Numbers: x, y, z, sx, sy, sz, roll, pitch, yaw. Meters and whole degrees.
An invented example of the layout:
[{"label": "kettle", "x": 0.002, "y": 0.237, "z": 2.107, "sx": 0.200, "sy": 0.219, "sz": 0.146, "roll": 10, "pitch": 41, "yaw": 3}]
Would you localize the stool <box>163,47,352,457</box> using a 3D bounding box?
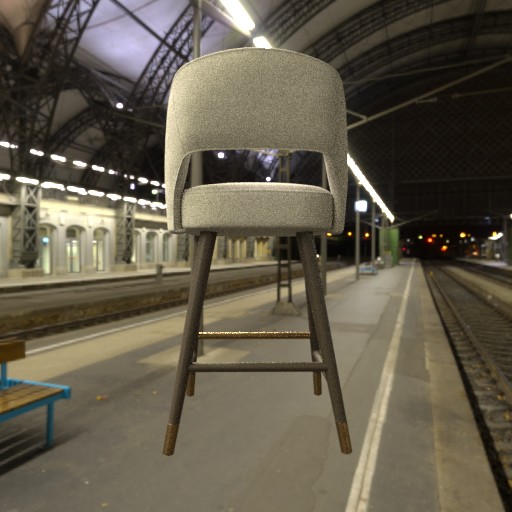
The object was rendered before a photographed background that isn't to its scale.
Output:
[{"label": "stool", "x": 0.000, "y": 0.000, "z": 1.241, "sx": 0.494, "sy": 0.940, "sz": 0.509, "roll": 0, "pitch": 1, "yaw": -1}]
